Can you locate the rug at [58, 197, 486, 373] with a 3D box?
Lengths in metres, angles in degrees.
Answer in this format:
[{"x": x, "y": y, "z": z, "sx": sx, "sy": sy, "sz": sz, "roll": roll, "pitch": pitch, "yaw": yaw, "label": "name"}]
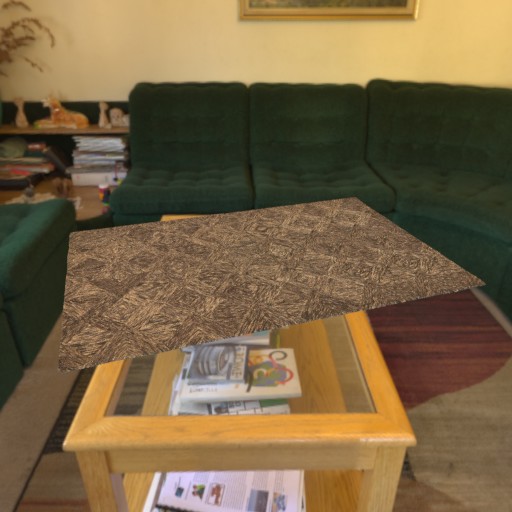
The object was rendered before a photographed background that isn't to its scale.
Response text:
[{"x": 0.000, "y": 0.000, "z": 2.242, "sx": 1.808, "sy": 0.011, "sz": 1.189, "roll": -9, "pitch": 29, "yaw": -16, "label": "rug"}]
